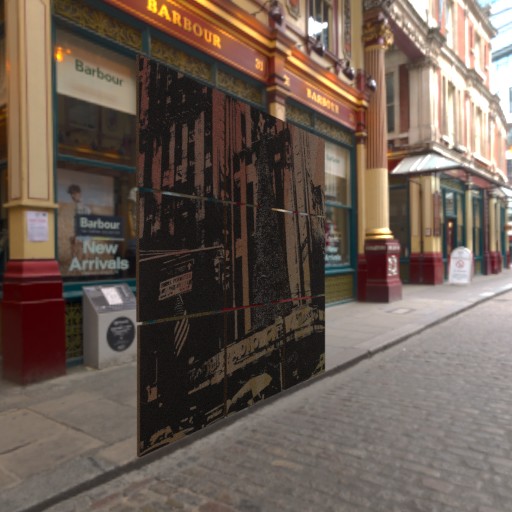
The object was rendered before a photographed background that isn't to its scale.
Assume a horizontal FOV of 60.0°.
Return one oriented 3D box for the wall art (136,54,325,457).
[{"bbox_3d":[0.000,0.000,2.294,0.017,1.521,1.527,0,0,36],"label":"wall art"}]
